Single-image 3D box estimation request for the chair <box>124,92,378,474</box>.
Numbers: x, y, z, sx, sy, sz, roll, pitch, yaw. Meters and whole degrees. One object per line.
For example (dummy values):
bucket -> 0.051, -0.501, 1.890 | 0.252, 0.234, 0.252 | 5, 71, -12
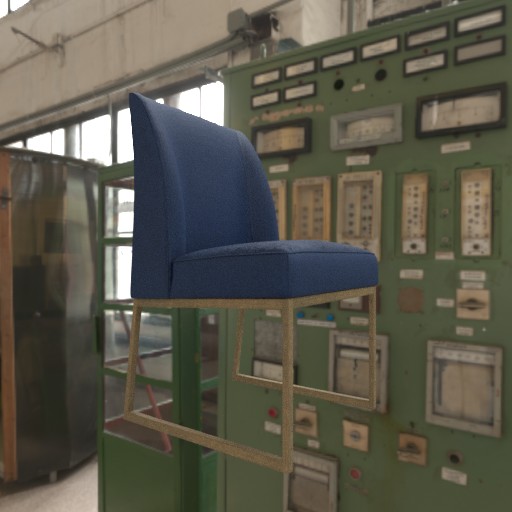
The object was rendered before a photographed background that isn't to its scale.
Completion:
chair -> 0.000, 0.000, 1.210 | 0.522, 0.863, 0.508 | 0, 0, 36
